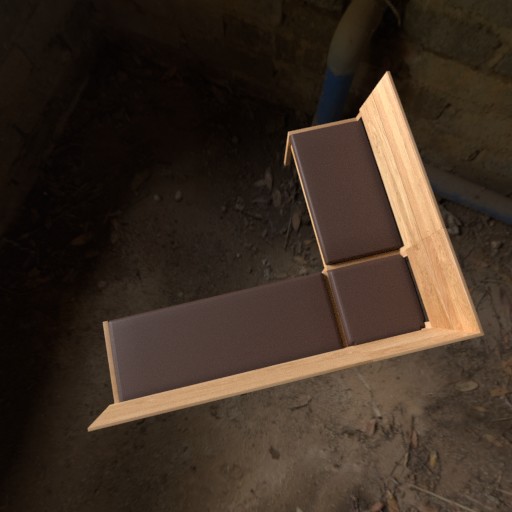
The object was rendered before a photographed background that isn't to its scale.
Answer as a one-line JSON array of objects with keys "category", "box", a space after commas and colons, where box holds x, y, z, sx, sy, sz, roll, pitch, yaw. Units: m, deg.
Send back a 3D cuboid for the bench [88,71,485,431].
[{"category": "bench", "box": [0.000, 0.000, 2.726, 1.975, 0.890, 1.549, -14, 76, -4]}]
